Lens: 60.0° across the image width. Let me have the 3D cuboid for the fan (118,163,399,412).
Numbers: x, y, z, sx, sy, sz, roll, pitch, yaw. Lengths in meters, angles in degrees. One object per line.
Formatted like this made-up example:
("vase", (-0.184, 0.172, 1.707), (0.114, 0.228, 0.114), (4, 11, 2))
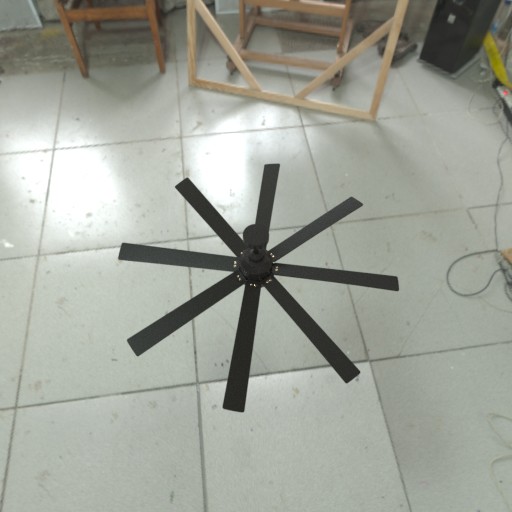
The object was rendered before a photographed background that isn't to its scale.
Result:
("fan", (0.000, 0.000, 2.771), (1.830, 0.472, 1.830), (-33, 64, -19))
